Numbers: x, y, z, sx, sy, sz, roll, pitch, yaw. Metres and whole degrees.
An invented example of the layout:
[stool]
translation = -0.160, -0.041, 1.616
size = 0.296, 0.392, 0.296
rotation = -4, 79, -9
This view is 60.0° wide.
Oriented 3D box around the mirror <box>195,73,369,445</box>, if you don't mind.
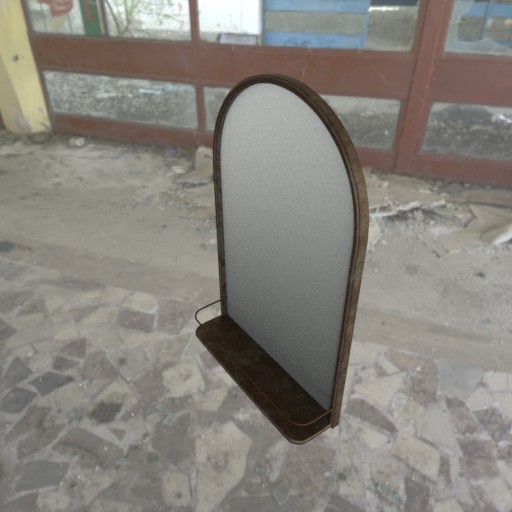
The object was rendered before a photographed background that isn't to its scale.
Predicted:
[mirror]
translation = 0.000, 0.000, 1.020
size = 0.137, 0.770, 0.510
rotation = -21, 39, -29
